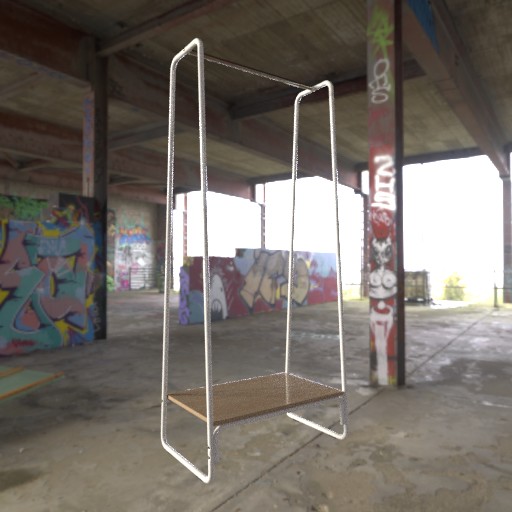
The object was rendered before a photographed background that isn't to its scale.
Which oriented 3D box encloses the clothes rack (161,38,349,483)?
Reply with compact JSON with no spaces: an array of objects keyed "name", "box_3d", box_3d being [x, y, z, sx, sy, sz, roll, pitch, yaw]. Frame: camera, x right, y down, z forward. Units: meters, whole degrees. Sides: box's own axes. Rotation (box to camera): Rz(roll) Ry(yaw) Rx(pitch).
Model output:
[{"name":"clothes rack","box_3d":[0.000,0.000,1.770,0.640,1.500,0.400,1,-1,-35]}]
